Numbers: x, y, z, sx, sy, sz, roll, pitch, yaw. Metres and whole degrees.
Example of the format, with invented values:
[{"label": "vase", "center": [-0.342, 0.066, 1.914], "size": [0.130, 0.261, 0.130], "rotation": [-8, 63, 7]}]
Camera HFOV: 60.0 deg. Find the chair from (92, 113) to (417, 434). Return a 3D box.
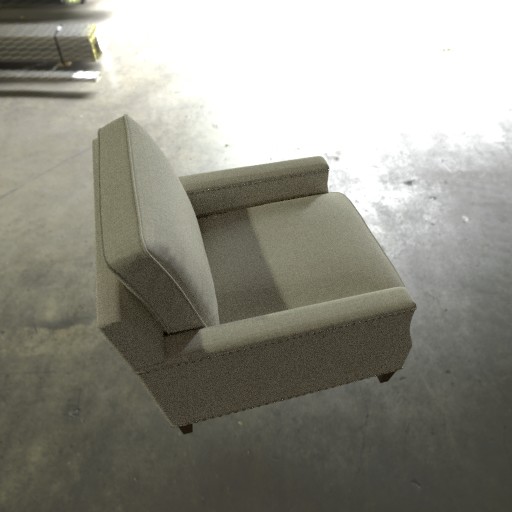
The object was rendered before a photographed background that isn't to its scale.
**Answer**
[{"label": "chair", "center": [0.000, 0.000, 1.665], "size": [1.014, 0.943, 0.853], "rotation": [-11, 48, -10]}]
